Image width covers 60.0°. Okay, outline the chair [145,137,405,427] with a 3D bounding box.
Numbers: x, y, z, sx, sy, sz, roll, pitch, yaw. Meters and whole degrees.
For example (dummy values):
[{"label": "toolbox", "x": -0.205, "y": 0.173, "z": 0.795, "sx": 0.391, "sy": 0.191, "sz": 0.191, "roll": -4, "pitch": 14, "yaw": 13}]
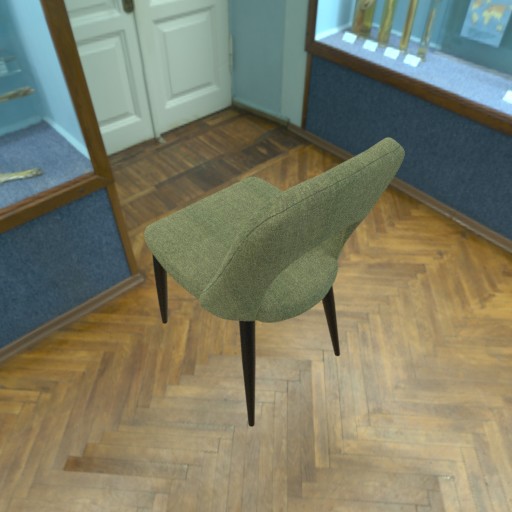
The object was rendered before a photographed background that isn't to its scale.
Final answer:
[{"label": "chair", "x": 0.000, "y": 0.000, "z": 1.311, "sx": 0.470, "sy": 0.931, "sz": 0.612, "roll": -30, "pitch": 53, "yaw": -27}]
